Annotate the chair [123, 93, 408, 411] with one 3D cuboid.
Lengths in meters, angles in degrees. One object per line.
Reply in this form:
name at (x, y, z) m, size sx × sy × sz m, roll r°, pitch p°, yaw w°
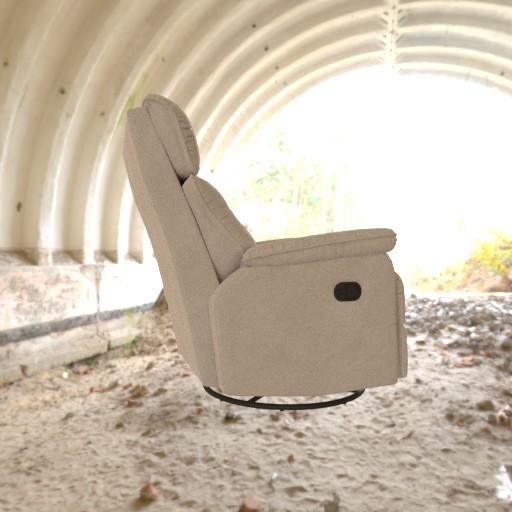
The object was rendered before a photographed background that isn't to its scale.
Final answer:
chair at (0.000, 0.000, 1.755) m, size 1.001 × 1.039 × 0.820 m, roll 0°, pitch -1°, yaw -18°
